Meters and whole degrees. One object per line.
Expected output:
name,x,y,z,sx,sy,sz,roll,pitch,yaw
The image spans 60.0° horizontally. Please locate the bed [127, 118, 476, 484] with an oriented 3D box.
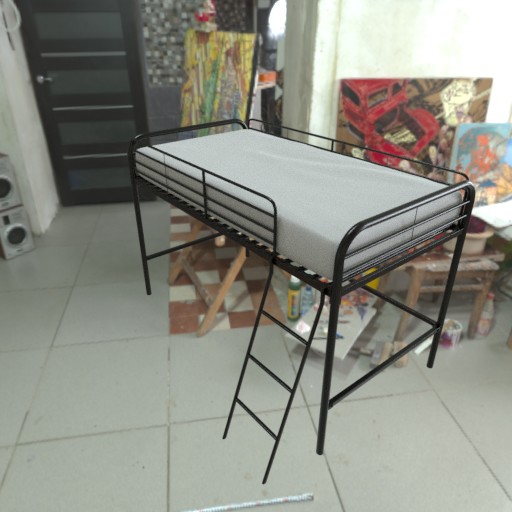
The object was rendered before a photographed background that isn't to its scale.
bed,0.000,0.000,2.864,1.393,1.289,1.968,-21,35,-34
